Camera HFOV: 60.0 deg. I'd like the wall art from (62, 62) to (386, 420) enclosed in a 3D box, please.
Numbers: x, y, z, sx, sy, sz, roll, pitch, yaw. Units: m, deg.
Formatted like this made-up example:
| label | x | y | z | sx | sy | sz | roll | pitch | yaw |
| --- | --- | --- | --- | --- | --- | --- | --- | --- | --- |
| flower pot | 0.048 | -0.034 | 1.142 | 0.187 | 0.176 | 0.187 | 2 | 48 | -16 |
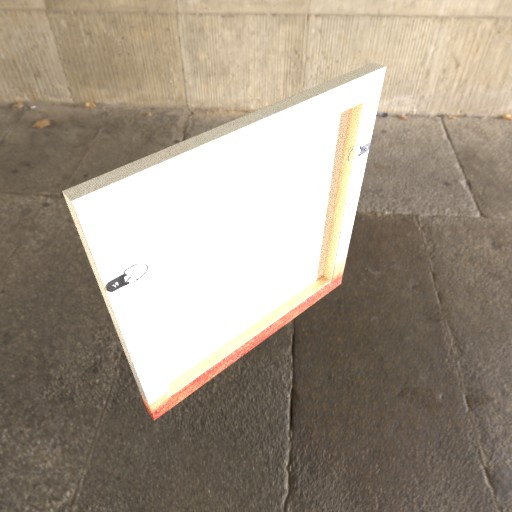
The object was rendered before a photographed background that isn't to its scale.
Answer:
| label | x | y | z | sx | sy | sz | roll | pitch | yaw |
| --- | --- | --- | --- | --- | --- | --- | --- | --- | --- |
| wall art | 0.000 | 0.000 | 1.122 | 0.760 | 0.760 | 0.042 | -31 | 53 | -27 |
